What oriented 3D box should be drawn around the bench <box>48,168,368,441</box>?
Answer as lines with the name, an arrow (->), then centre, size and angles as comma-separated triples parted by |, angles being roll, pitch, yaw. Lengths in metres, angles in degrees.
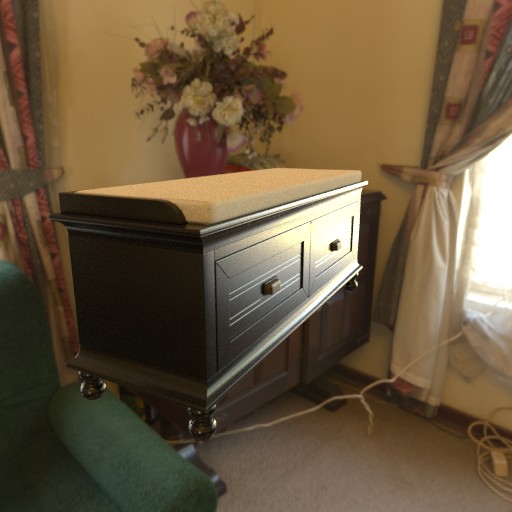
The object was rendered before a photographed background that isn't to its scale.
bench -> 0.000, 0.000, 1.435 | 0.402, 0.501, 1.185 | 7, 16, 27
